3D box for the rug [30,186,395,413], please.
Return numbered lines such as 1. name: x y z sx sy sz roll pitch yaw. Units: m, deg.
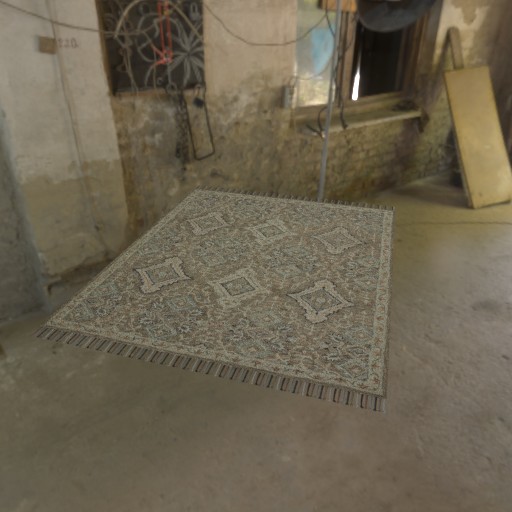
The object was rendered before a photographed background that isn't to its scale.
1. rug: 0.000 0.000 4.095 2.437 0.010 3.056 8 31 14
